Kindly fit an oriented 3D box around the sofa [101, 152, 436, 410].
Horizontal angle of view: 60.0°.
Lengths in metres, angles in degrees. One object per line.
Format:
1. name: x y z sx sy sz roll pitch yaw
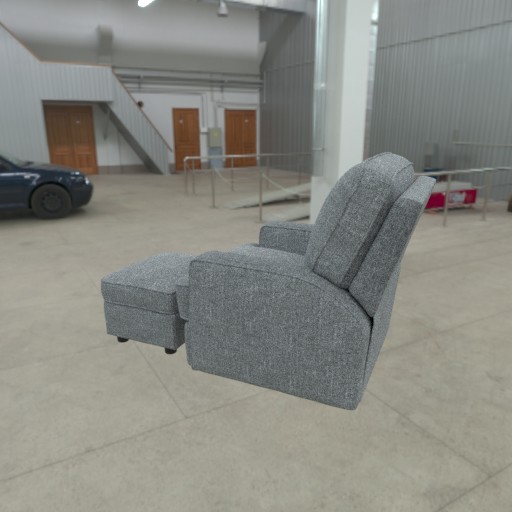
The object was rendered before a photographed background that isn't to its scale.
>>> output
1. sofa: 0.000 0.000 2.088 1.472 0.959 0.861 7 18 23
